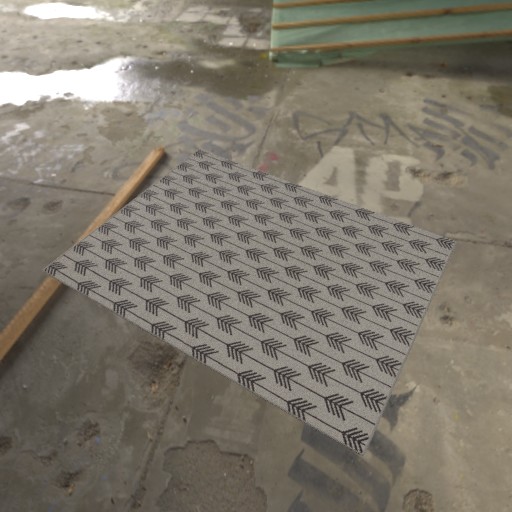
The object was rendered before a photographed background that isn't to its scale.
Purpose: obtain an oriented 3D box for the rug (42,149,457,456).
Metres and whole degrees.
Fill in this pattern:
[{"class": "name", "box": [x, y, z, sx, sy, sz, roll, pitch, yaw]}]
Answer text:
[{"class": "rug", "box": [0.000, 0.000, 4.083, 3.061, 0.010, 2.330, 24, 50, 22]}]
